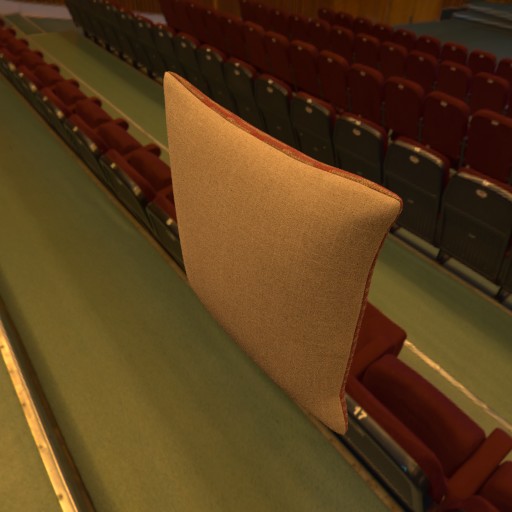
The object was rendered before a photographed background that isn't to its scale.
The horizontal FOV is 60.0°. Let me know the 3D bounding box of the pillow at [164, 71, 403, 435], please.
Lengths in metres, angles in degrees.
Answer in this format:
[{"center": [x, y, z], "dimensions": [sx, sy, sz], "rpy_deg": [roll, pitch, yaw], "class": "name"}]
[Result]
[{"center": [0.000, 0.000, 0.776], "dimensions": [0.182, 0.503, 0.511], "rpy_deg": [-27, 48, -27], "class": "pillow"}]
